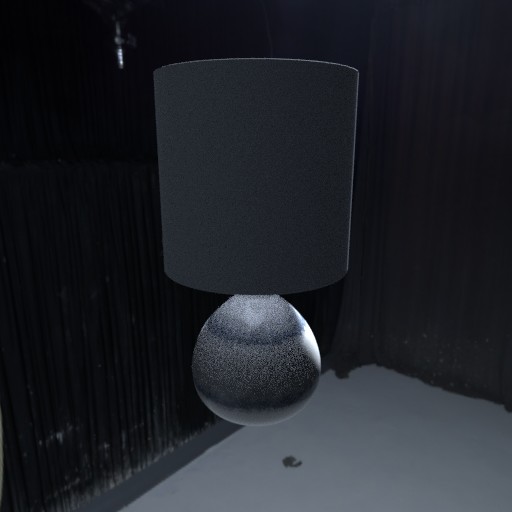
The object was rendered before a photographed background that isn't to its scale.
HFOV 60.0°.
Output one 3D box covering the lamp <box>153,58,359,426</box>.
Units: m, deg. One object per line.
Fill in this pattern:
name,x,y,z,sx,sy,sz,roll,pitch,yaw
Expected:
lamp,0.000,0.000,0.531,0.216,0.404,0.216,14,21,42
